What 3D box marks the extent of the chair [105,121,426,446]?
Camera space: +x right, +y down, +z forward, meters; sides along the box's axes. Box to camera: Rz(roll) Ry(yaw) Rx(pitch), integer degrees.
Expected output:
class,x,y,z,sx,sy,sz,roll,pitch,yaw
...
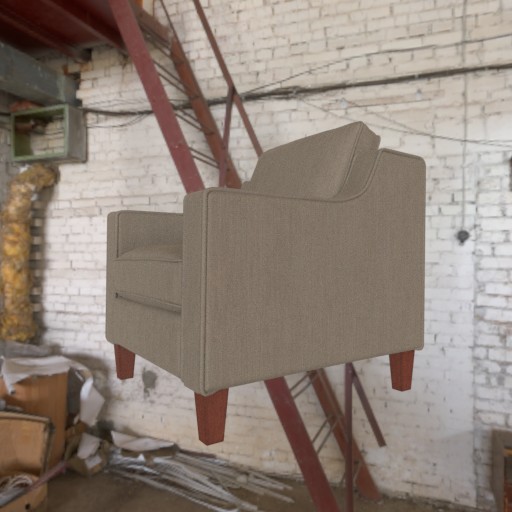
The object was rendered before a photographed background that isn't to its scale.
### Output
class,x,y,z,sx,sy,sz,roll,pitch,yaw
chair,0.000,0.000,1.665,0.909,0.960,0.831,0,1,-34
